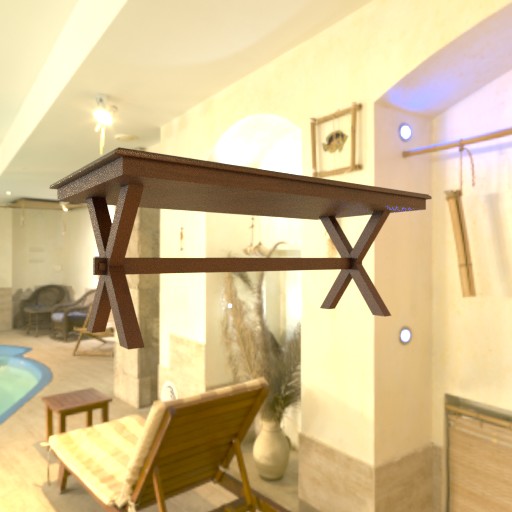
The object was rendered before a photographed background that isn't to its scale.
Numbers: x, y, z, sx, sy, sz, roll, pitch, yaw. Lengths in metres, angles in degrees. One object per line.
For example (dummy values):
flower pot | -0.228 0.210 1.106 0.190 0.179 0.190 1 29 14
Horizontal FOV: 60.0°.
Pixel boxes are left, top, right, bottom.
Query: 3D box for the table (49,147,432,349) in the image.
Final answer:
table | 0.000 0.000 1.533 1.197 0.459 0.594 0 0 -37
